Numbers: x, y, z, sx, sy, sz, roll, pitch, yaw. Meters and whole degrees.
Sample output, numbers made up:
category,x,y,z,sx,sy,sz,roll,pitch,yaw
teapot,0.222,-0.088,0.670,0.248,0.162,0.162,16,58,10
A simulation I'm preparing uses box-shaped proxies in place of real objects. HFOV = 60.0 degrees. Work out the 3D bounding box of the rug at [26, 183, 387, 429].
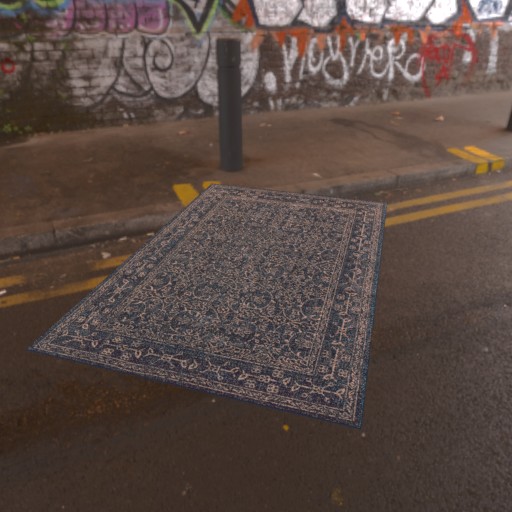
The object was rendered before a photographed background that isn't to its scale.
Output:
category,x,y,z,sx,sy,sz,roll,pitch,yaw
rug,0.000,0.000,2.218,1.200,0.005,1.819,8,30,15
